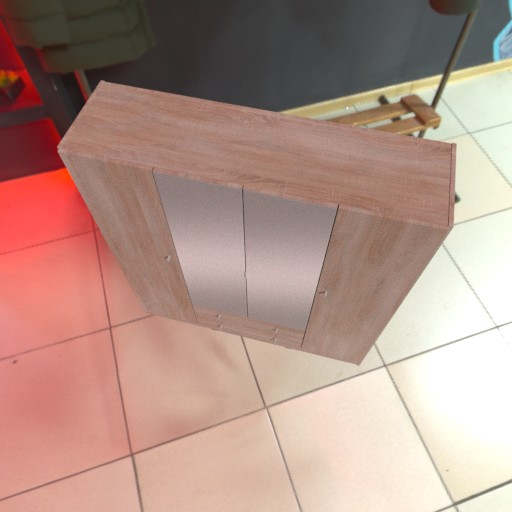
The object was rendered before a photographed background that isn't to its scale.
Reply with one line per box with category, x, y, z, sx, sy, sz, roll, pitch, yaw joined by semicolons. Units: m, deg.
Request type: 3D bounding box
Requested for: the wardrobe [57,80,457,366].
wardrobe;0.000;0.000;3.209;1.998;2.159;0.598;12;60;7
